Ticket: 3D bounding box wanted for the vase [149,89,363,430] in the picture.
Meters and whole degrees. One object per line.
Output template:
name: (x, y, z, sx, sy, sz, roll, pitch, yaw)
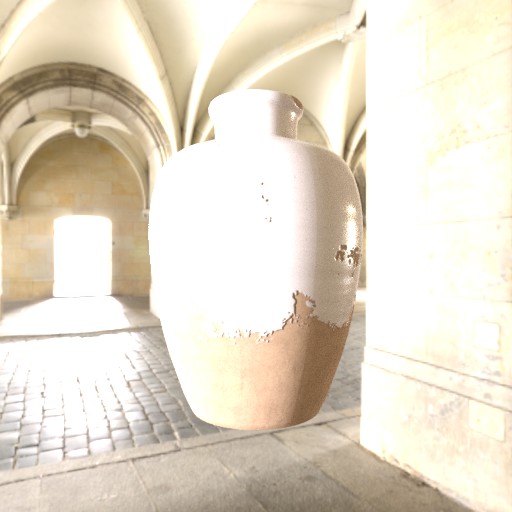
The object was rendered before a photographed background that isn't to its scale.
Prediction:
vase: (0.000, 0.000, 0.337, 0.158, 0.228, 0.158, 0, 0, 0)
